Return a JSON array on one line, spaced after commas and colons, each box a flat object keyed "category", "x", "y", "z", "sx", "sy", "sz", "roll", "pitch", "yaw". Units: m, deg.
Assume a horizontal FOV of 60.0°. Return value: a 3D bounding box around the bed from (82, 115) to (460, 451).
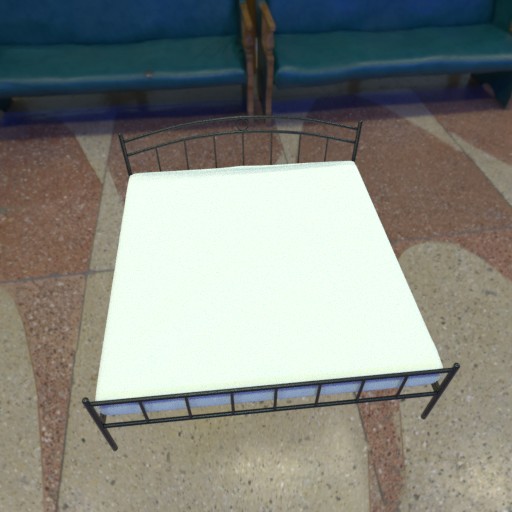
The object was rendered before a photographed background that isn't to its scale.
[{"category": "bed", "x": 0.000, "y": 0.000, "z": 2.980, "sx": 1.880, "sy": 0.940, "sz": 2.040, "roll": -4, "pitch": 47, "yaw": -4}]
